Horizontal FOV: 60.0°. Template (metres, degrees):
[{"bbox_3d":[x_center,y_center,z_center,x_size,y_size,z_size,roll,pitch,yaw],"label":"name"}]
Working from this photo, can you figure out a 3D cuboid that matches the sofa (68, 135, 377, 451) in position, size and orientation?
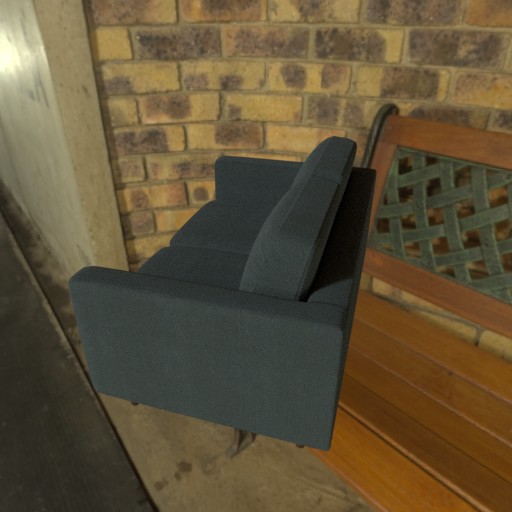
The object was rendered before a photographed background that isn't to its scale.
[{"bbox_3d":[0.000,0.000,2.165,0.999,0.930,1.518,9,31,15],"label":"sofa"}]
